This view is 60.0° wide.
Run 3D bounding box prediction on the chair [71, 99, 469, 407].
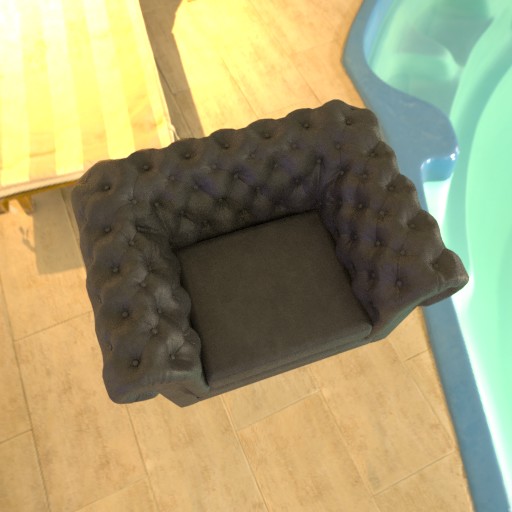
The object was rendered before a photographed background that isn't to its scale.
[{"bbox_3d":[0.000,0.000,1.909,1.298,0.780,0.943,-17,65,-8],"label":"chair"}]
